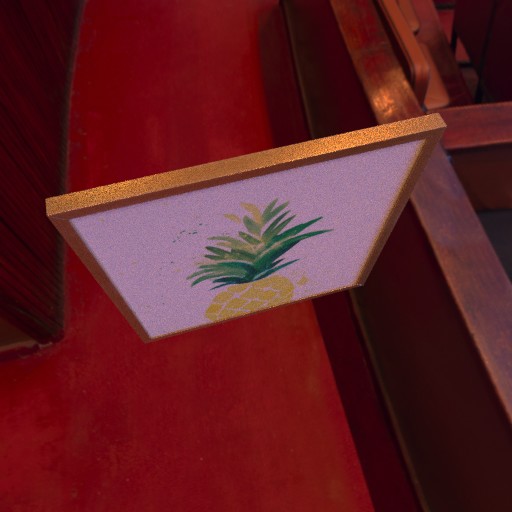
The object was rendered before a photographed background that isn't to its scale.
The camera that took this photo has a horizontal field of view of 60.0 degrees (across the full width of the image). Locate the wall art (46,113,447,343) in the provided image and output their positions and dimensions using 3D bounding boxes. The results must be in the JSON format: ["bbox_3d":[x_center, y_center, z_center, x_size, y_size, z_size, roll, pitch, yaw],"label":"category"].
[{"bbox_3d":[0.000,0.000,1.158,0.762,0.760,0.037,-14,63,-7],"label":"wall art"}]
